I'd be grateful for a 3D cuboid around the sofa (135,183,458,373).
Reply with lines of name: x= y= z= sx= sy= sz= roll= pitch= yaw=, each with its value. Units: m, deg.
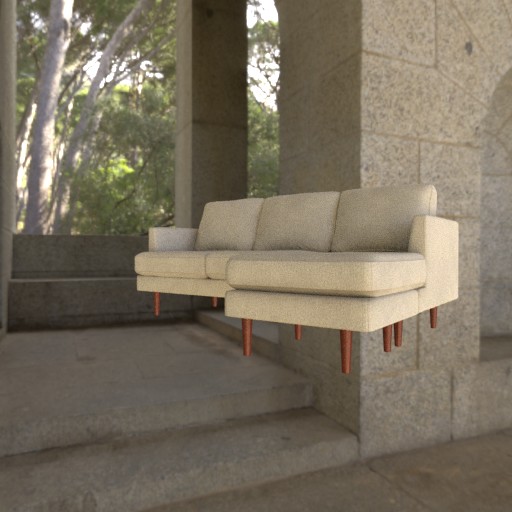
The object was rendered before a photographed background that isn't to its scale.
sofa: x=0.000 y=0.000 z=2.979 sx=2.233 sy=0.956 sz=1.504 roll=0 pitch=1 yaw=36
